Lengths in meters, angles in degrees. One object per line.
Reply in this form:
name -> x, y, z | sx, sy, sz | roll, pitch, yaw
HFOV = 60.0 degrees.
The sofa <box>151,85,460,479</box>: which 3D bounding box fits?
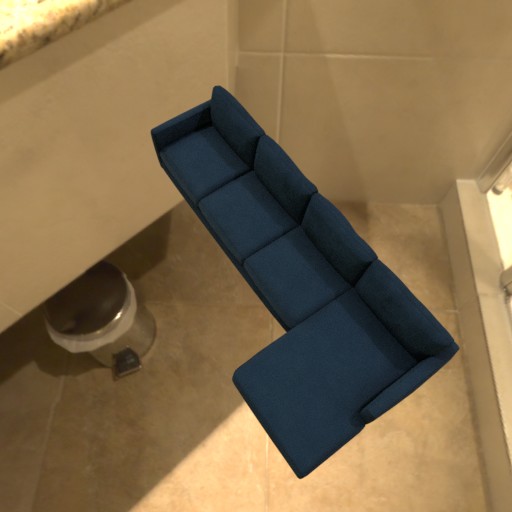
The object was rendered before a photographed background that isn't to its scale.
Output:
sofa -> 0.000, 0.000, 3.487 | 1.350, 0.810, 2.932 | -32, 68, -15
